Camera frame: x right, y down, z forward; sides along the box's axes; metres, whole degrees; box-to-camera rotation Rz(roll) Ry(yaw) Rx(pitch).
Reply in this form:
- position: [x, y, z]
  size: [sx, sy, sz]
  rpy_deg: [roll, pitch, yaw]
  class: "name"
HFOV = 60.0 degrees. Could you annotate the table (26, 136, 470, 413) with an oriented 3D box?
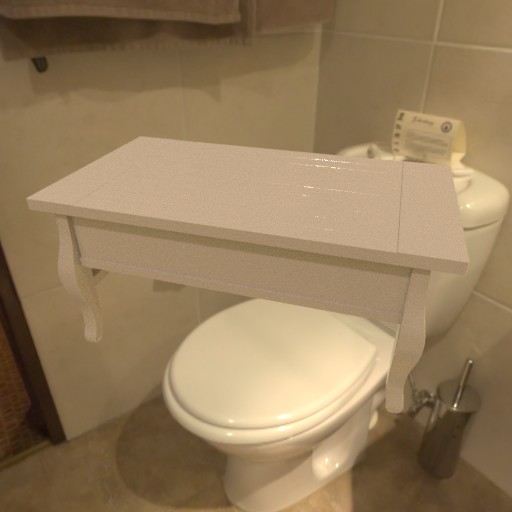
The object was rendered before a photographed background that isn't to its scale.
- position: [0.000, 0.000, 1.375]
  size: [1.062, 0.495, 0.600]
  rpy_deg: [9, 32, 15]
  class: "table"
